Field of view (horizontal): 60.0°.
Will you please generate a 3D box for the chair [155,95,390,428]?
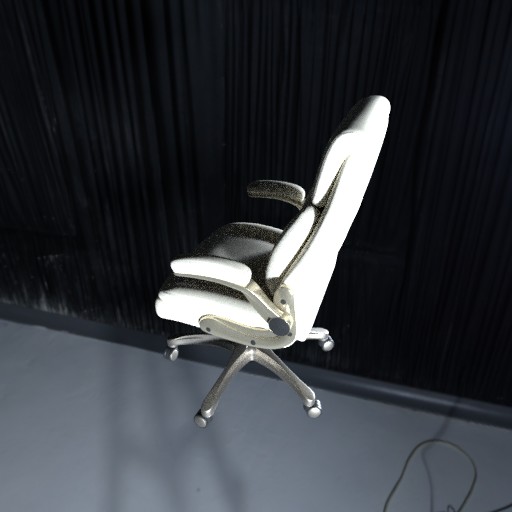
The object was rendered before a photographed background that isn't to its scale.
[{"bbox_3d":[0.000,0.000,1.628,0.794,1.110,0.740,8,31,14],"label":"chair"}]
